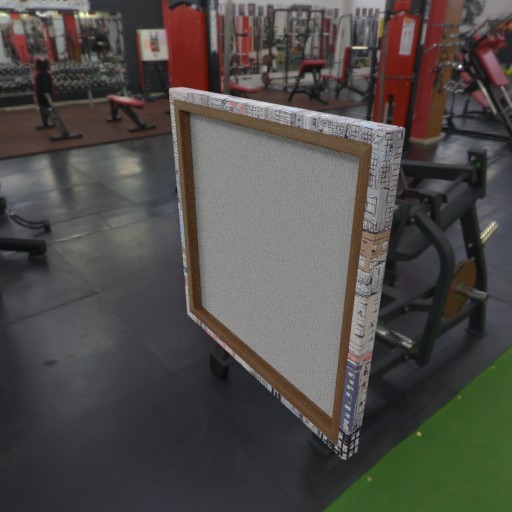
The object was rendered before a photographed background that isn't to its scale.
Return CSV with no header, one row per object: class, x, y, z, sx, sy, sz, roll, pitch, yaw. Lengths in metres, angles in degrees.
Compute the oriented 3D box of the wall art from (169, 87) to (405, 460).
wall art,0.000,0.000,1.154,0.048,0.762,0.761,-18,32,-32
